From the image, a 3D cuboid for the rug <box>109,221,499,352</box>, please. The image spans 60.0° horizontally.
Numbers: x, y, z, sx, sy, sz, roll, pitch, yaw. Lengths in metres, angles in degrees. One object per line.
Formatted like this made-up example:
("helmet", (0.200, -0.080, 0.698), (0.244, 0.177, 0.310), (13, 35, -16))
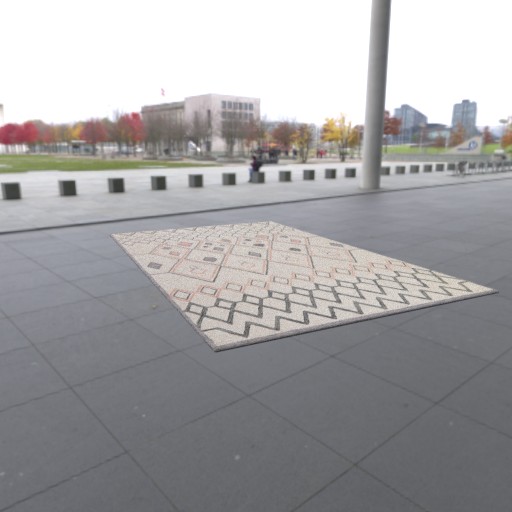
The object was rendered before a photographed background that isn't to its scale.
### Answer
("rug", (0.000, 0.000, 2.954), (1.524, 0.015, 2.438), (-7, 15, -25))
